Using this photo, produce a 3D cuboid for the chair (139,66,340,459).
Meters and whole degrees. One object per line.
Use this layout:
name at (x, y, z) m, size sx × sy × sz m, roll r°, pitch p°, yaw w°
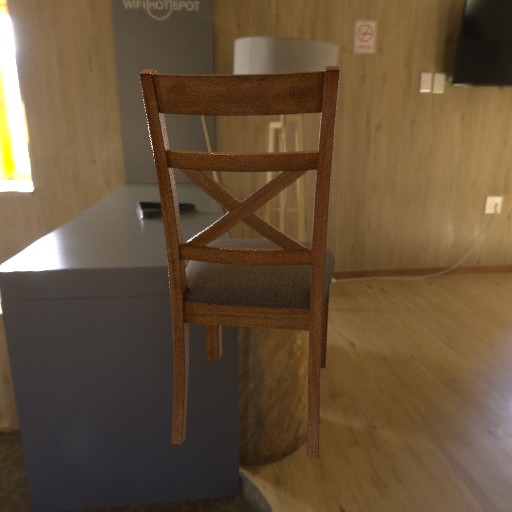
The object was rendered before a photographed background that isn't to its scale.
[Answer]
chair at (0.000, 0.000, 1.280) m, size 0.470 × 0.949 × 0.581 m, roll 2°, pitch 16°, yaw 8°
